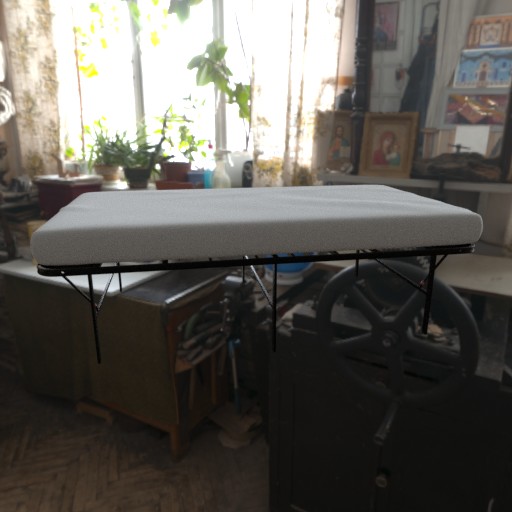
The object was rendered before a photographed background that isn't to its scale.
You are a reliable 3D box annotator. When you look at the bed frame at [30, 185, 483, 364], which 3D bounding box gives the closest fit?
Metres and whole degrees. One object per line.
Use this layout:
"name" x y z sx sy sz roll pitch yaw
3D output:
"bed frame" 0.000 0.000 2.327 1.903 0.619 0.989 -3 17 -10
